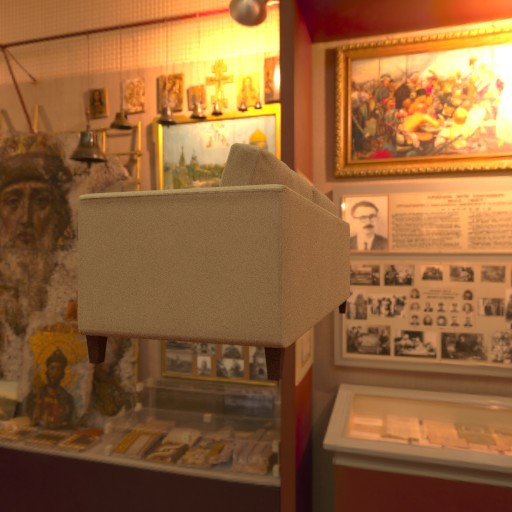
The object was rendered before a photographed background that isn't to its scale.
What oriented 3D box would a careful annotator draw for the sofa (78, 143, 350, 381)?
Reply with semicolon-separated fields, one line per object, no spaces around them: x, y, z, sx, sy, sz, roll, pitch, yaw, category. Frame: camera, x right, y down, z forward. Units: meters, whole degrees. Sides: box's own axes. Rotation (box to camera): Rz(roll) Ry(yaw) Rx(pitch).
0.000;0.000;2.774;0.948;0.932;2.181;0;0;18;sofa
